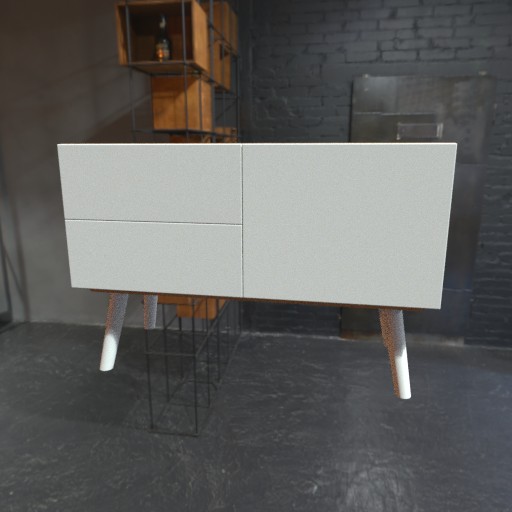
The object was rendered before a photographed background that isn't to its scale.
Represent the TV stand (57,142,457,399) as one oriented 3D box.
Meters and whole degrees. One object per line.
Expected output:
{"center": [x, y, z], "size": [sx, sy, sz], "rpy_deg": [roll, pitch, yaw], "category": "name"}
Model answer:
{"center": [0.000, 0.000, 1.350], "size": [0.991, 0.660, 0.407], "rpy_deg": [2, 14, 10], "category": "TV stand"}
